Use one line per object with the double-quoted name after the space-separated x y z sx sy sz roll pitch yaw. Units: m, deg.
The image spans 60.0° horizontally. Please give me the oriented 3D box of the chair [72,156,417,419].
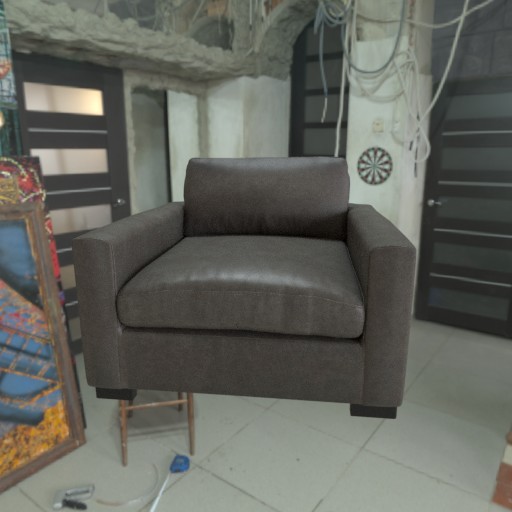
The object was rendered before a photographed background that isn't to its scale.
0.000 0.000 1.865 1.106 0.807 1.080 2 14 7 "chair"
